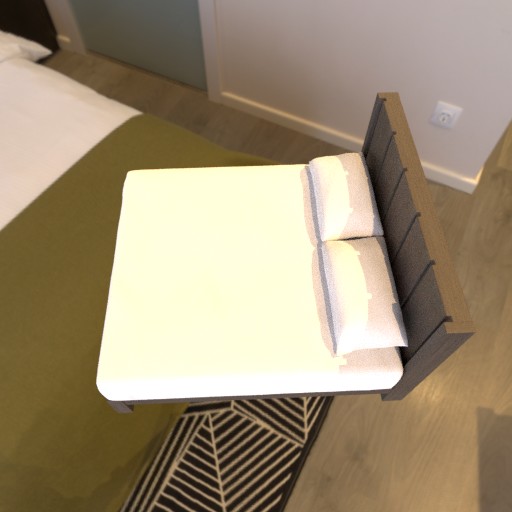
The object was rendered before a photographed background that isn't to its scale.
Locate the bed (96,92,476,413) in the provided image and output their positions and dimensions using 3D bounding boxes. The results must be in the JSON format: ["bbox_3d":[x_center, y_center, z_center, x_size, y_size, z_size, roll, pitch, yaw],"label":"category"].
[{"bbox_3d":[0.000,0.000,3.041,1.992,1.261,1.735,-2,58,-1],"label":"bed"}]
